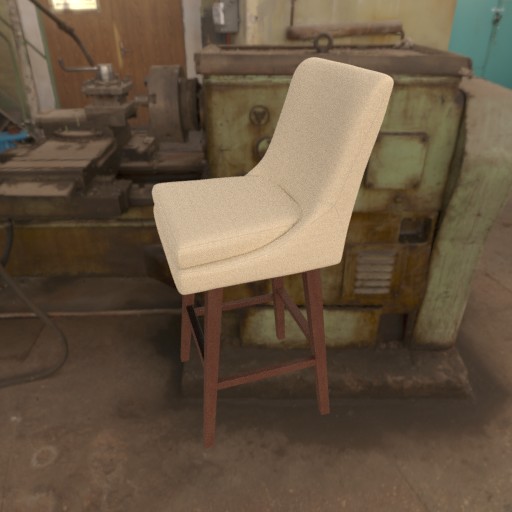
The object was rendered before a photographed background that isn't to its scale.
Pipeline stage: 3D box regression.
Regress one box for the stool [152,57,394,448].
[{"bbox_3d":[0.000,0.000,1.387,0.559,1.093,0.483,-10,31,-16],"label":"stool"}]
